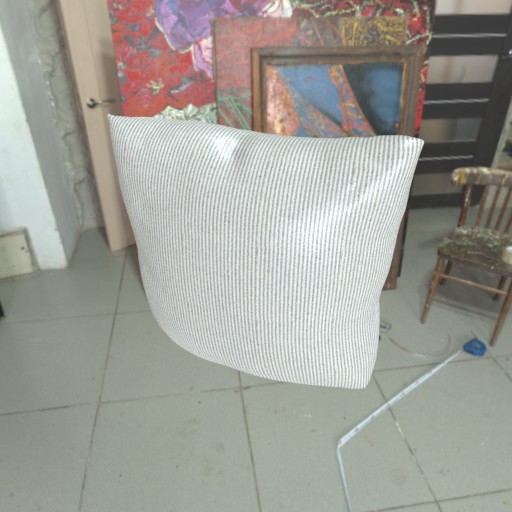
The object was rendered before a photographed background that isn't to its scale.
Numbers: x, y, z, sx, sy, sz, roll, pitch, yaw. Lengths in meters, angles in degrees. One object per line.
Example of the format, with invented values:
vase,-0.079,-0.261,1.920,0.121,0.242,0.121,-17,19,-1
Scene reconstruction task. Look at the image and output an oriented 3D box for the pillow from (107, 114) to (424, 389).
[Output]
pillow,0.000,0.000,0.716,0.310,0.432,0.387,-22,38,-32
